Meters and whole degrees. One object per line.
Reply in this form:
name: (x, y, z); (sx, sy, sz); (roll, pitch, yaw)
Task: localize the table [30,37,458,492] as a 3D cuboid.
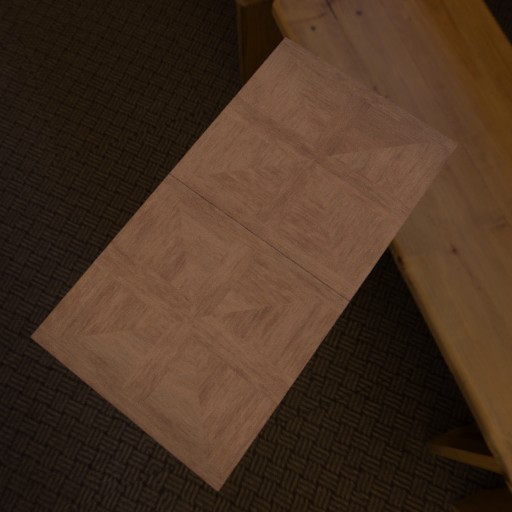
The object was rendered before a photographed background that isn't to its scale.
table: (0.000, 0.000, 2.380); (1.016, 0.768, 1.881); (36, 79, 8)
